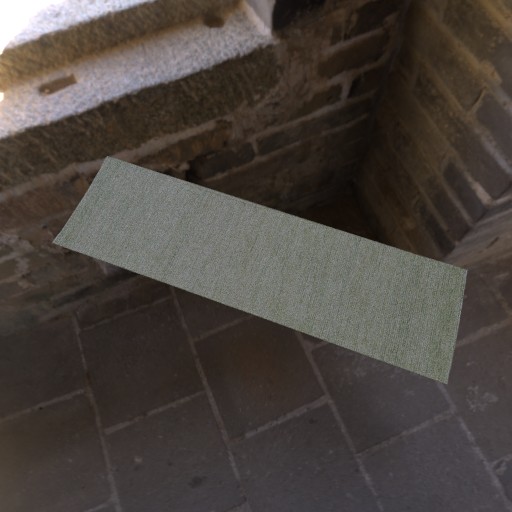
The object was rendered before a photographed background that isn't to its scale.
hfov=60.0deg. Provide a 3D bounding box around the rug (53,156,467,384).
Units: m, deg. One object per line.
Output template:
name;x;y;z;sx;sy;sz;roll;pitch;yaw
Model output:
rug;0.000;0.000;2.575;2.340;0.013;0.686;19;65;9
